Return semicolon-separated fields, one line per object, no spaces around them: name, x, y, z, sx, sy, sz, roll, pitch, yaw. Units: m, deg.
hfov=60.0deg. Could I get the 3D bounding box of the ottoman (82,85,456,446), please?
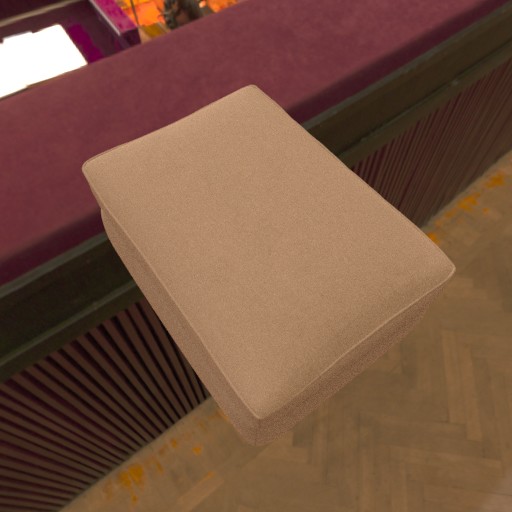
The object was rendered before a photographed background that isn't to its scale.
ottoman;0.000;0.000;1.010;0.501;0.456;0.665;-32;63;-18
